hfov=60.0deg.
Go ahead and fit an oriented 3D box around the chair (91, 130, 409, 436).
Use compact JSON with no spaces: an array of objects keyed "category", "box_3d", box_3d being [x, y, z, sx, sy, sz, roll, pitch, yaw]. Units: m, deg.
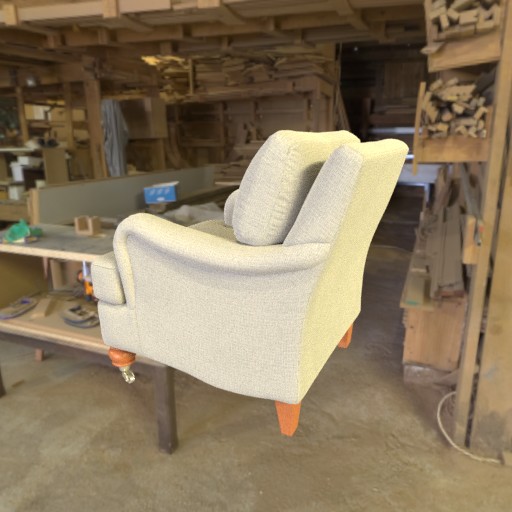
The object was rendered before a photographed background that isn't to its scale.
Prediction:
[{"category":"chair","box_3d":[0.000,0.000,1.904,1.070,1.038,0.955,8,17,25]}]
